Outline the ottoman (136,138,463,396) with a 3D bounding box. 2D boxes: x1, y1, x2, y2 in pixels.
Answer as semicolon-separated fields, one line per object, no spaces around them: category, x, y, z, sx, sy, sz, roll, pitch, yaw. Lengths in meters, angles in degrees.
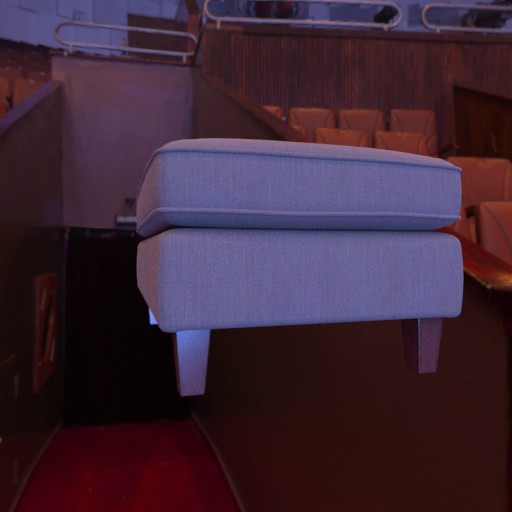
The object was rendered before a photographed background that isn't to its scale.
ottoman;0.000;0.000;1.247;0.636;0.480;0.941;0;1;-17
